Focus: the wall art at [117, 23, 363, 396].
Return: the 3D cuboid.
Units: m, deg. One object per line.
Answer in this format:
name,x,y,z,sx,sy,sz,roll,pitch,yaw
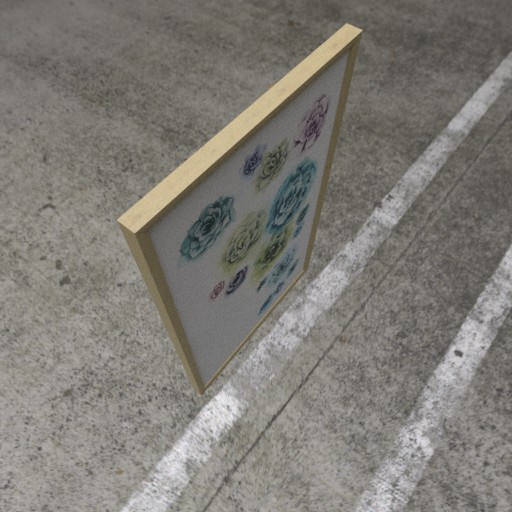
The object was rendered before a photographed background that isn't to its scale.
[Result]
wall art,0.000,0.000,0.974,0.039,0.810,0.510,34,65,19
